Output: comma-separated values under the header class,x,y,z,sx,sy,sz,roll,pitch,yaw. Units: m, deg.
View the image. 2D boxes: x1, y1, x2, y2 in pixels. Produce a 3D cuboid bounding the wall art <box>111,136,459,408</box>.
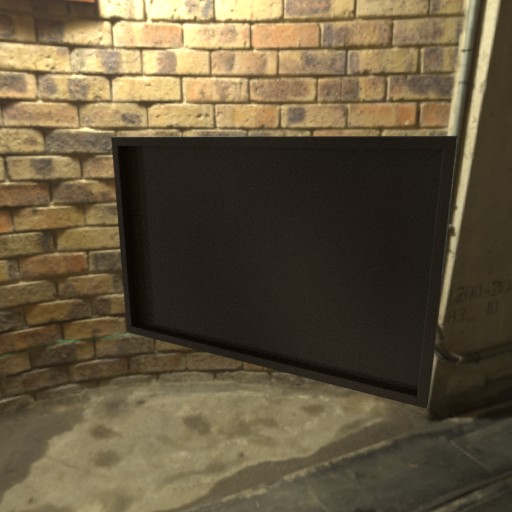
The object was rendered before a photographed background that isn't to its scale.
class,x,y,z,sx,sy,sz,roll,pitch,yaw
wall art,0.000,0.000,0.780,0.609,0.406,0.033,8,17,26
